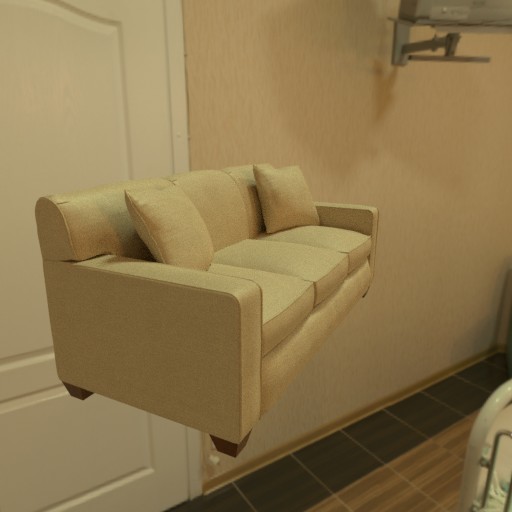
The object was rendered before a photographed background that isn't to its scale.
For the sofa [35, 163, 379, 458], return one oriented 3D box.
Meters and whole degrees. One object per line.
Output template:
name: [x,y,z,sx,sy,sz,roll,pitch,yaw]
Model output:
sofa: [0.000,0.000,2.525,0.997,0.958,2.024,8,17,26]
